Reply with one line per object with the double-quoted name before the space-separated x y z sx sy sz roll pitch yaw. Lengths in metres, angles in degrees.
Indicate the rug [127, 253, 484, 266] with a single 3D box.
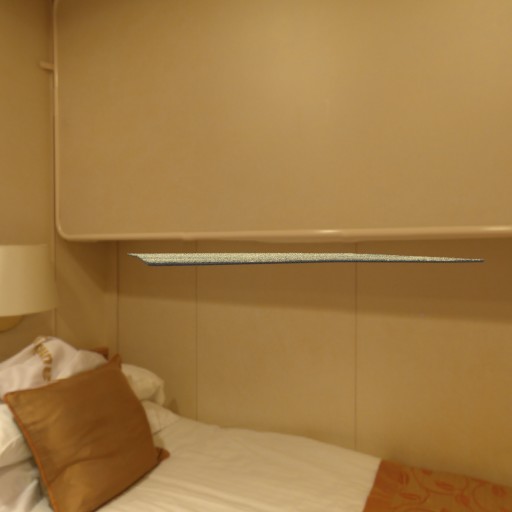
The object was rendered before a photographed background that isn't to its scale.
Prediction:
"rug" 0.000 0.000 3.042 1.624 0.030 2.349 0 1 -18
